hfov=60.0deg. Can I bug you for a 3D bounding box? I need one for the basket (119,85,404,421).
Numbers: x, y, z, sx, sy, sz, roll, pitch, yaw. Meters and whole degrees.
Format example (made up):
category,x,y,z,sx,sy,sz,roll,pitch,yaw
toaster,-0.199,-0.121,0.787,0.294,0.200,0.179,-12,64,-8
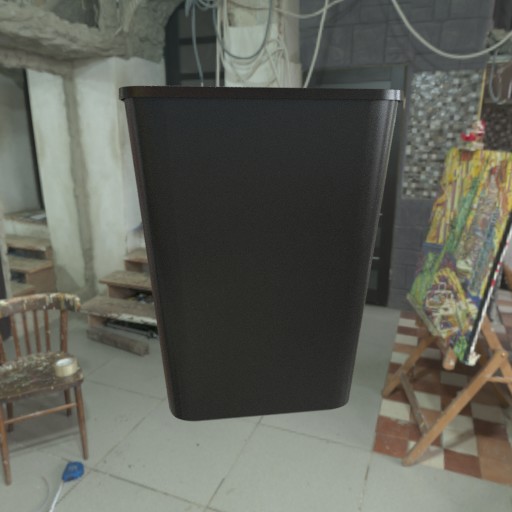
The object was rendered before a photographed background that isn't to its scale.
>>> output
category,x,y,z,sx,sy,sz,roll,pitch,yaw
basket,0.000,0.000,0.766,0.394,0.521,0.287,-2,15,-8
